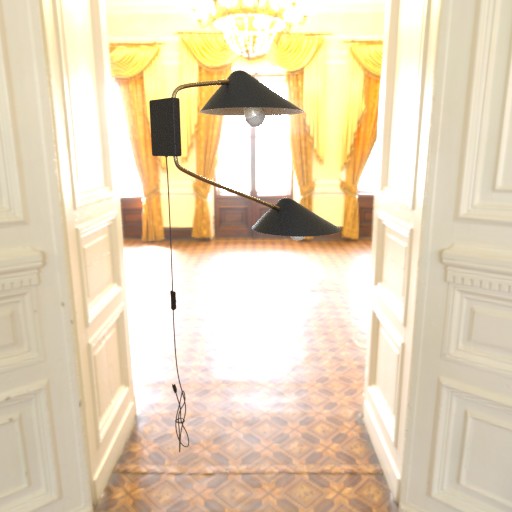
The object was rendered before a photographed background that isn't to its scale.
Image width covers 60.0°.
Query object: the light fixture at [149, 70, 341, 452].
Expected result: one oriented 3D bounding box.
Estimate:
[{"bbox_3d":[0.000,0.000,0.861,0.189,0.665,0.422,13,19,43],"label":"light fixture"}]
